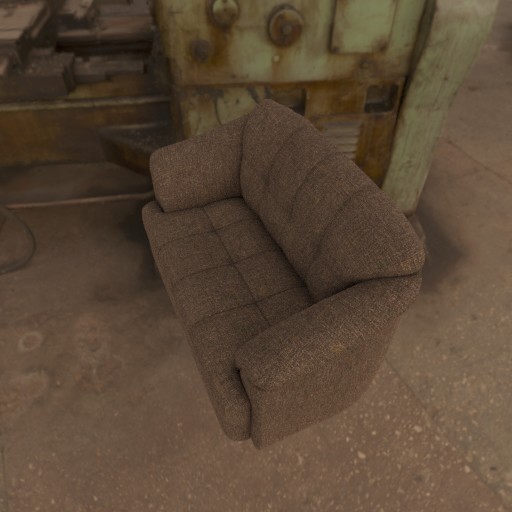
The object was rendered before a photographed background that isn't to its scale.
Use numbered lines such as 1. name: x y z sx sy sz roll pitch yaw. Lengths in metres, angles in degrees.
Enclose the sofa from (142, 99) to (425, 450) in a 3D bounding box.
1. sofa: 0.000 0.000 1.999 0.799 0.895 1.404 -18 48 -17
